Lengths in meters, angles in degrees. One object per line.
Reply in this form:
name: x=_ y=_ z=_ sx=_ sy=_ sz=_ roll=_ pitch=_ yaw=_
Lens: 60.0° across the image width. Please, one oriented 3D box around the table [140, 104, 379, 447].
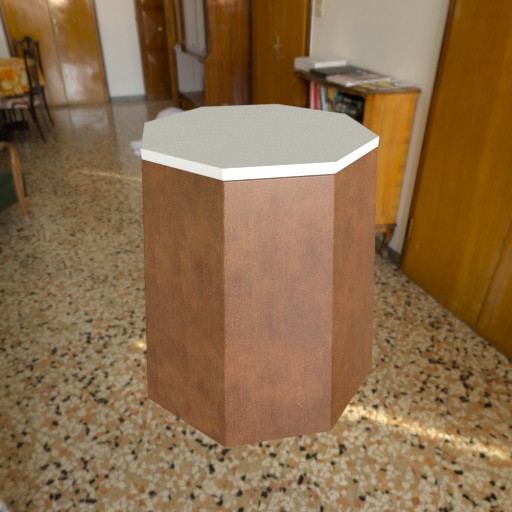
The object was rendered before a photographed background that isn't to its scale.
table: x=0.000 y=0.000 z=0.803 sx=0.439 sy=0.457 sz=0.439 roll=18 pitch=35 yaw=28
